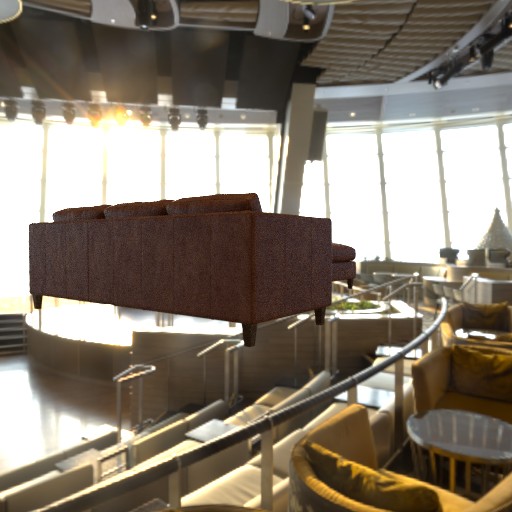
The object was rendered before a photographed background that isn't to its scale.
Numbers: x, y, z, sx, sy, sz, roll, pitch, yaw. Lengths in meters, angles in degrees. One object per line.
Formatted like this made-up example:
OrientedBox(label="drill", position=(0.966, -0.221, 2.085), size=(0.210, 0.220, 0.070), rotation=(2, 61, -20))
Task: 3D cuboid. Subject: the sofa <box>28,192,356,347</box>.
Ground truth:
OrientedBox(label="sofa", position=(0.000, 0.000, 4.426), size=(2.452, 0.888, 3.324), rotation=(1, 2, 37))
